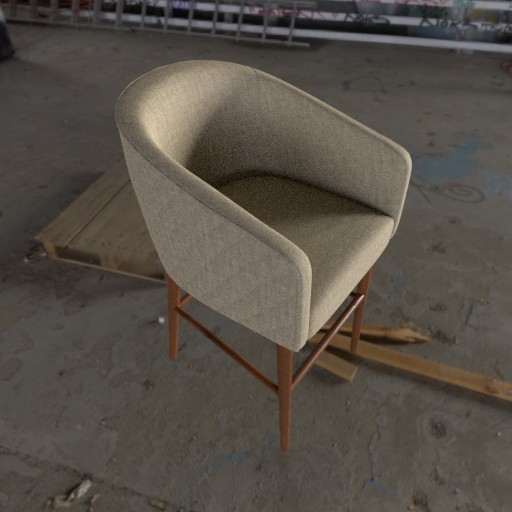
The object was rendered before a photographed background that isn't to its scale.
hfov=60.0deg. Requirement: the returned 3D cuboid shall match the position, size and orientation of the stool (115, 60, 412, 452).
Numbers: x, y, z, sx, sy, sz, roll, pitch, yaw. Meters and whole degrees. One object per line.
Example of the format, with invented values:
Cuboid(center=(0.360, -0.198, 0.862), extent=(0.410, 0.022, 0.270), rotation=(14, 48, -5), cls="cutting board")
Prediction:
Cuboid(center=(0.000, 0.000, 1.304), extent=(0.635, 0.952, 0.559), rotation=(26, 47, 27), cls="stool")
